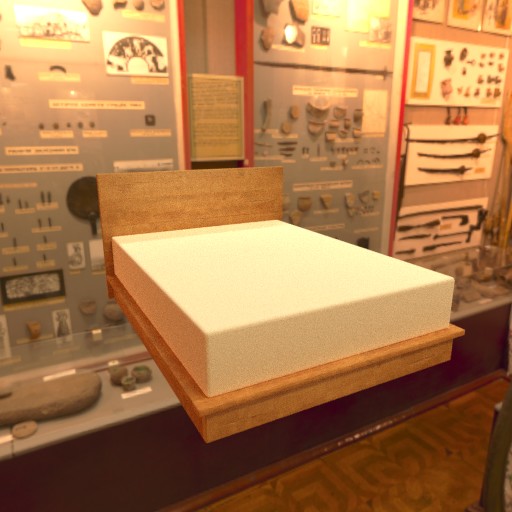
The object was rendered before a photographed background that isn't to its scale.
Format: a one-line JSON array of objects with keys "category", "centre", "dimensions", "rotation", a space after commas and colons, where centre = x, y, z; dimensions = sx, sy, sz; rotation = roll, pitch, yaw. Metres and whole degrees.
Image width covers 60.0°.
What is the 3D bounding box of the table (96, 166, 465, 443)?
[{"category": "table", "centre": [0.000, 0.000, 3.108], "dimensions": [1.707, 1.041, 2.149], "rotation": [-8, 18, -27]}]
